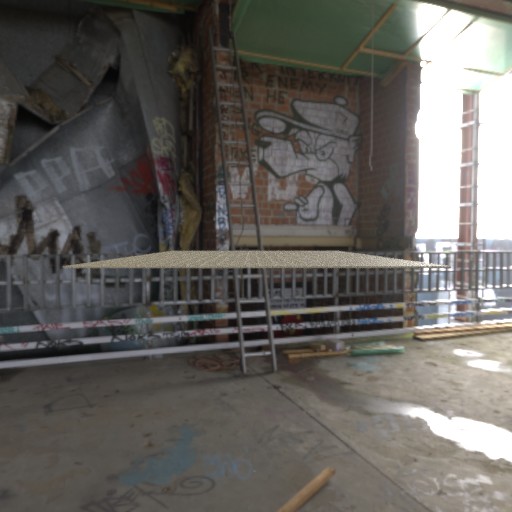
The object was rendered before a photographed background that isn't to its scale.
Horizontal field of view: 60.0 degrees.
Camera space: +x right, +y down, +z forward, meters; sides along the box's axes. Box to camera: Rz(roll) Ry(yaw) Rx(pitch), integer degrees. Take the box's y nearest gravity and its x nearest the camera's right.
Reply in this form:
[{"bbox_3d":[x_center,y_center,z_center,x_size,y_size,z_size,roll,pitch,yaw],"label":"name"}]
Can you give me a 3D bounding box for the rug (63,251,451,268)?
[{"bbox_3d":[0.000,0.000,2.170,1.143,0.006,1.747,0,2,0],"label":"rug"}]
